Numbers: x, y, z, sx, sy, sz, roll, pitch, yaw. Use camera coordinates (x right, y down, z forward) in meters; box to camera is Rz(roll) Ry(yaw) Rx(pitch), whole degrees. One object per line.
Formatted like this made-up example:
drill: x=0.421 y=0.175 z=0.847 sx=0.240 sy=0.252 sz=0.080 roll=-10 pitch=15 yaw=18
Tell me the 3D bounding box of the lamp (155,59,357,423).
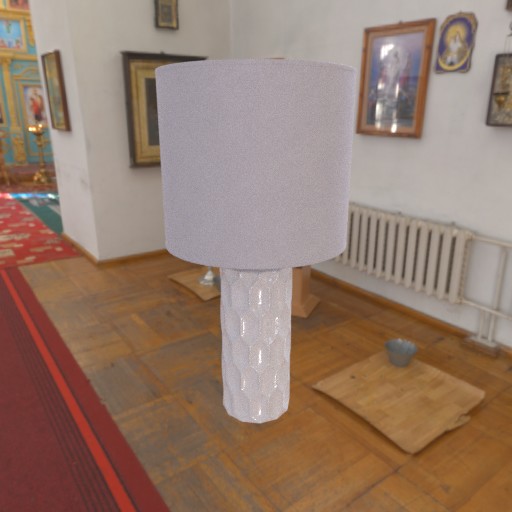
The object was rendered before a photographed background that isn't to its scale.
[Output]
lamp: x=0.000 y=0.000 z=0.697 sx=0.277 sy=0.537 sz=0.277 roll=3 pitch=17 yaw=8
